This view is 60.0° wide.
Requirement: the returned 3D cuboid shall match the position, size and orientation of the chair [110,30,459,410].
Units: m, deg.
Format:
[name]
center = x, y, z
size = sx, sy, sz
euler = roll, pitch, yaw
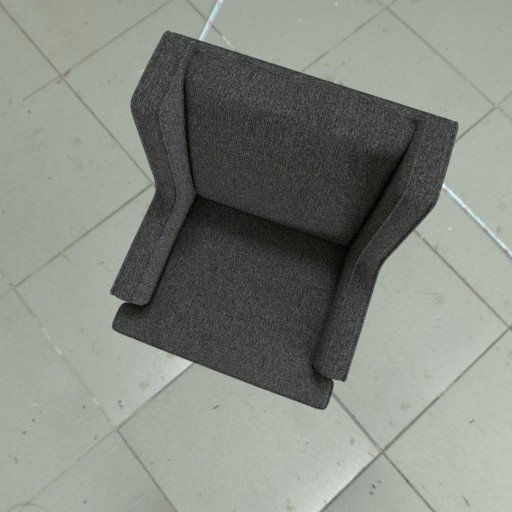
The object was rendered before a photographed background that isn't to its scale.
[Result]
[chair]
center = 0.000, 0.000, 1.732
size = 0.942, 1.082, 0.927
euler = 20, 77, 5
